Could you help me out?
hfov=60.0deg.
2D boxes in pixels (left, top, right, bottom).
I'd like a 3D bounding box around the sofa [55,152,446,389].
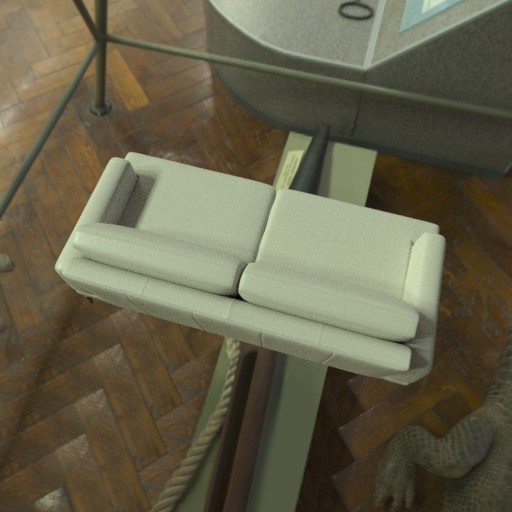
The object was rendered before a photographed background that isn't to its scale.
[{"bbox_3d":[0.000,0.000,2.442,1.940,0.765,0.974,14,66,7],"label":"sofa"}]
